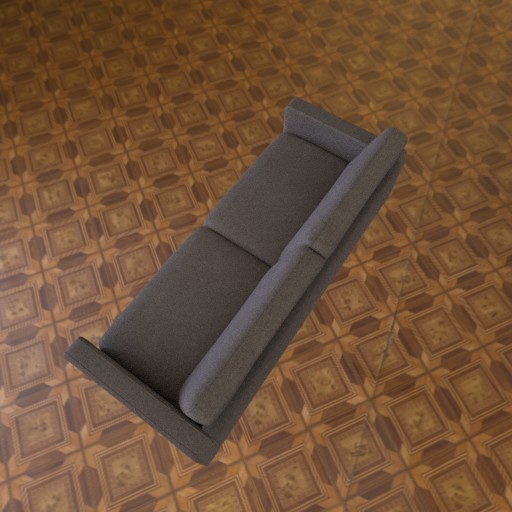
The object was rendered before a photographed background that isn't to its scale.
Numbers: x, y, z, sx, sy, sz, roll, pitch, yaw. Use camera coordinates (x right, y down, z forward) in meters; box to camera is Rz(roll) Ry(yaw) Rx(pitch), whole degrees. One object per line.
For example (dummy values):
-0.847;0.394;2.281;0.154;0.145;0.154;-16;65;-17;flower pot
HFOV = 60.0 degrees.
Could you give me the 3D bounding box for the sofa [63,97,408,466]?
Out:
0.000;0.000;2.353;0.774;0.828;1.925;31;67;15;sofa
